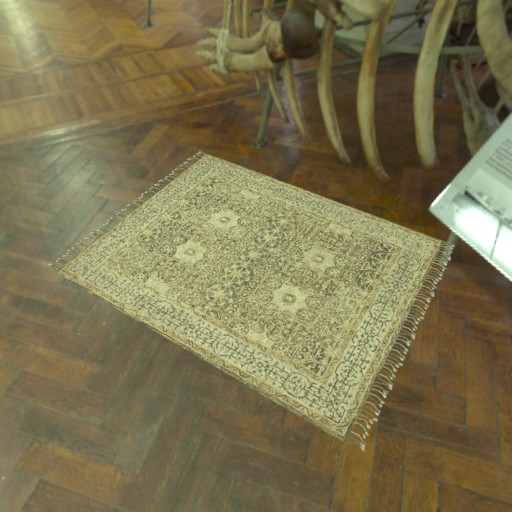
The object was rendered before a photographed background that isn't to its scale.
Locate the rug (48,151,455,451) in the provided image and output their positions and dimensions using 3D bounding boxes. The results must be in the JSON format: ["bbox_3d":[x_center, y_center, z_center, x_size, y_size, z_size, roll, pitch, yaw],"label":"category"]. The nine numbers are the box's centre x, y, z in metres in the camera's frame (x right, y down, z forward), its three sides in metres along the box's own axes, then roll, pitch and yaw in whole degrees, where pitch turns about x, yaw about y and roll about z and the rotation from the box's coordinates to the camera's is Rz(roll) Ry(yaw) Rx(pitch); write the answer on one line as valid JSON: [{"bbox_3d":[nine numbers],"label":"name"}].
[{"bbox_3d":[0.000,0.000,4.396,3.291,0.017,2.431,24,50,22],"label":"rug"}]
